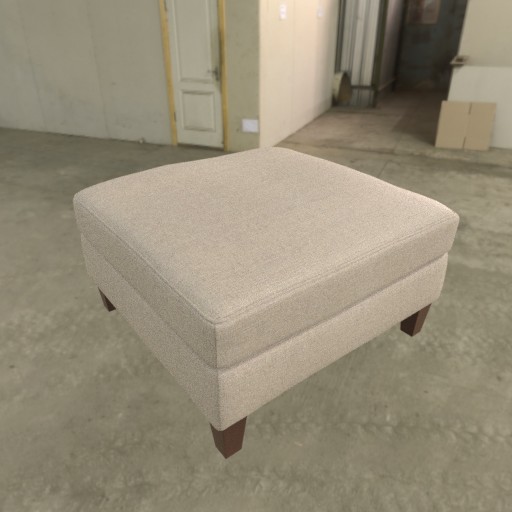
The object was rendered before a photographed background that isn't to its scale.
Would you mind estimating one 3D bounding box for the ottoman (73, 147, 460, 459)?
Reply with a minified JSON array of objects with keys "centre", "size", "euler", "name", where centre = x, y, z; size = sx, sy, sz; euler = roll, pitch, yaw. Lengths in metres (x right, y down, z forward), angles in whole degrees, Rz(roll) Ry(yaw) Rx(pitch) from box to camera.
[{"centre":[0.000,0.000,1.384],"size":[0.838,0.481,0.838],"euler":[-21,36,-32],"name":"ottoman"}]
